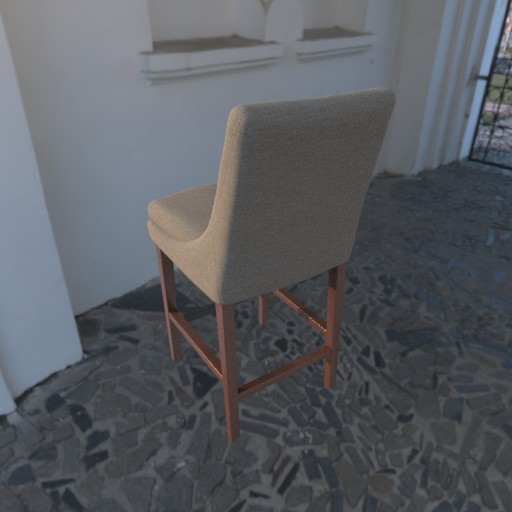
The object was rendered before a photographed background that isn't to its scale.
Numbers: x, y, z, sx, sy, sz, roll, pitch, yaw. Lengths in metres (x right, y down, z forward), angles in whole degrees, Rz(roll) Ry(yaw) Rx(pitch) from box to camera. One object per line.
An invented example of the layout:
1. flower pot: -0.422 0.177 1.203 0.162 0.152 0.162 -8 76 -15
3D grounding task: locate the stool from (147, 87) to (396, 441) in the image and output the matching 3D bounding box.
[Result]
1. stool: 0.000 0.000 1.323 0.470 0.981 0.577 -18 34 -28
